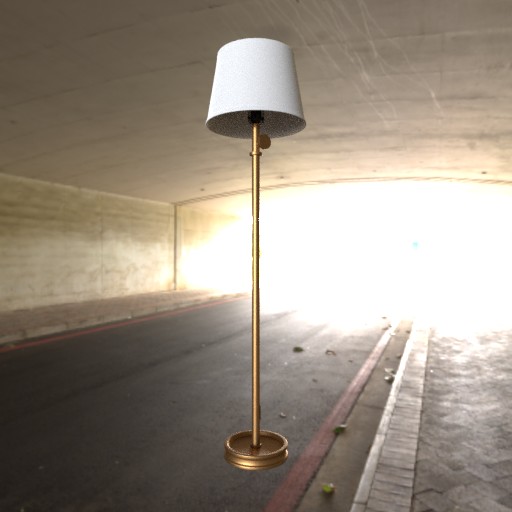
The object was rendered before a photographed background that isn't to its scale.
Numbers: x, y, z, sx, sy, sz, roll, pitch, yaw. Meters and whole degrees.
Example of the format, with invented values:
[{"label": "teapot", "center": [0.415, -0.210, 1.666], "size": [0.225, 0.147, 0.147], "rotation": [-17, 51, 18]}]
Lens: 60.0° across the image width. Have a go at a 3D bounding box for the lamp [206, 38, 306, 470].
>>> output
[{"label": "lamp", "center": [0.000, 0.000, 0.790], "size": [0.178, 0.710, 0.178], "rotation": [0, 0, 0]}]
